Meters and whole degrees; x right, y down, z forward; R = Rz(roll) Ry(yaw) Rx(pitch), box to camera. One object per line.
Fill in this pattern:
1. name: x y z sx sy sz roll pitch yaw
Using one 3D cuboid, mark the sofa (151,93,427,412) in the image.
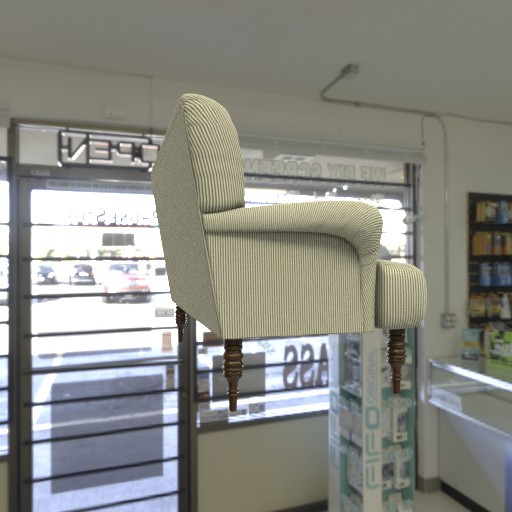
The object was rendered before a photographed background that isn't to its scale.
1. sofa: 0.000 0.000 1.844 0.779 0.889 1.297 0 0 -17
